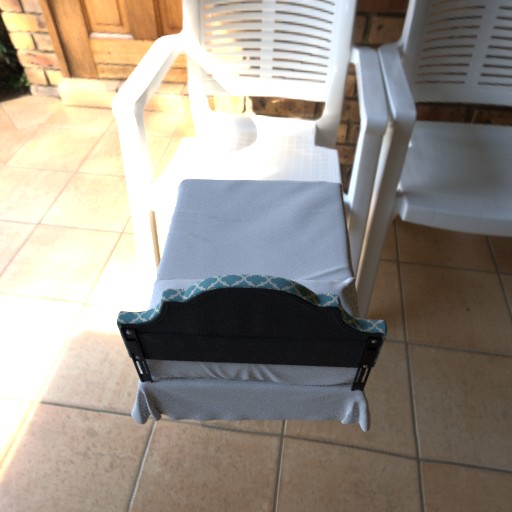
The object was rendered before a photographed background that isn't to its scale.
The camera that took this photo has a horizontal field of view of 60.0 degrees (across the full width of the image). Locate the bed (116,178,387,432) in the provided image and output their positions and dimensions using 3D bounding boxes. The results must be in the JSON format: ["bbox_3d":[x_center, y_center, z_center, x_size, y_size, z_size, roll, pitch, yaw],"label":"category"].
[{"bbox_3d":[0.000,0.000,3.536,1.780,1.633,2.222,2,47,2],"label":"bed"}]
